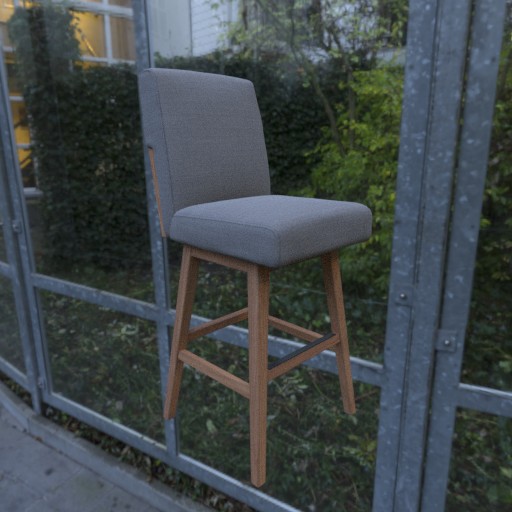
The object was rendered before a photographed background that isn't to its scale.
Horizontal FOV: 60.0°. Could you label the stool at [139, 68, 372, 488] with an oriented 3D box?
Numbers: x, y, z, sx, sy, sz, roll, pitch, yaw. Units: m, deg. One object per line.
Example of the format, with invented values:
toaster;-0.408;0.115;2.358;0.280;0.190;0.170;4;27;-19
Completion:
stool;0.000;0.000;1.381;0.570;1.112;0.483;14;21;43
